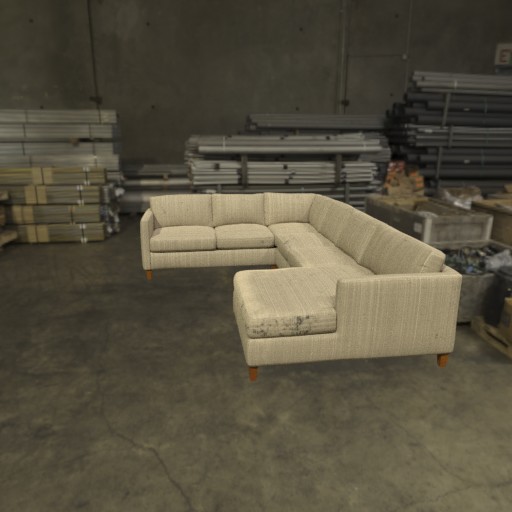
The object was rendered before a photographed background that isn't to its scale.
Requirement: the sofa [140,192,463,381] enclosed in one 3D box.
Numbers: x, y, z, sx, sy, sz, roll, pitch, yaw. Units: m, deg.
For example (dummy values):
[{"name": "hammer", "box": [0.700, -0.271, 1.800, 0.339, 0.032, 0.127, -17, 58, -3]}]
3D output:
[{"name": "sofa", "box": [0.000, 0.000, 4.714, 2.594, 0.961, 3.460, -2, 15, -8]}]
